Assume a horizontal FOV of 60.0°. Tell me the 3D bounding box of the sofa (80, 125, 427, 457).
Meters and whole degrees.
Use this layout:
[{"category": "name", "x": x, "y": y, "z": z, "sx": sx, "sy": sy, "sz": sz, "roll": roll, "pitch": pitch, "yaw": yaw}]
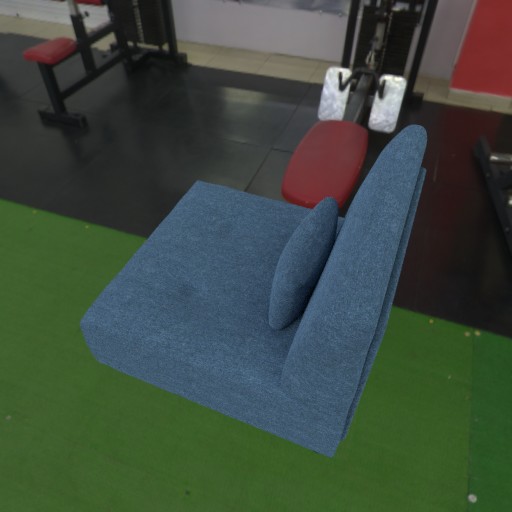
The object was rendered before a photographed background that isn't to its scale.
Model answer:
[{"category": "sofa", "x": 0.000, "y": 0.000, "z": 1.668, "sx": 1.000, "sy": 0.820, "sz": 0.930, "roll": 17, "pitch": 48, "yaw": 16}]
